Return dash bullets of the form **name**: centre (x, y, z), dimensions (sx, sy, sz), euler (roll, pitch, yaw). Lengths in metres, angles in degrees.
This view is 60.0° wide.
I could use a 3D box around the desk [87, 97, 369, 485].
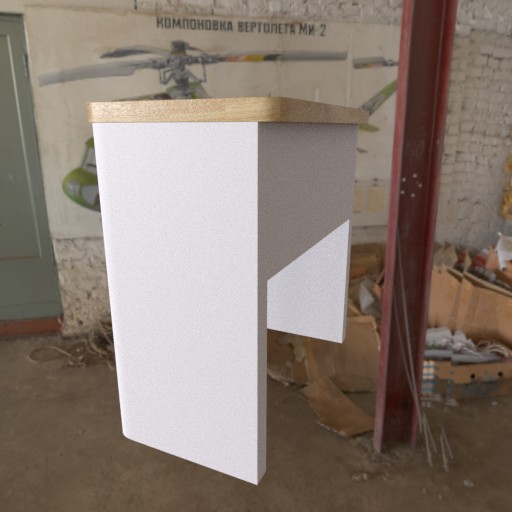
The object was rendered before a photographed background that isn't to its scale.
- **desk**: centre (0.000, 0.000, 1.243), dimensions (0.440, 0.790, 0.760), euler (7, 18, 24)
